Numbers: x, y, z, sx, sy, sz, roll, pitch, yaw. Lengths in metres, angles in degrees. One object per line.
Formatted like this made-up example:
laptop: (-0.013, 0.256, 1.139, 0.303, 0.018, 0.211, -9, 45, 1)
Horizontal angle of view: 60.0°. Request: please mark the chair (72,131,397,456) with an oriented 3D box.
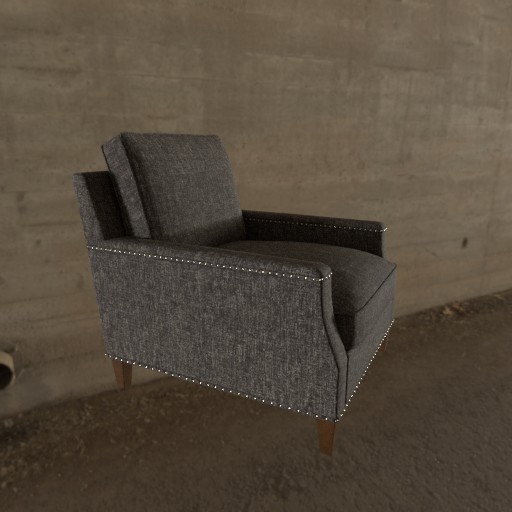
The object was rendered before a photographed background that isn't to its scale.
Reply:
chair: (0.000, 0.000, 1.752, 1.014, 0.943, 0.853, 7, 16, 26)
